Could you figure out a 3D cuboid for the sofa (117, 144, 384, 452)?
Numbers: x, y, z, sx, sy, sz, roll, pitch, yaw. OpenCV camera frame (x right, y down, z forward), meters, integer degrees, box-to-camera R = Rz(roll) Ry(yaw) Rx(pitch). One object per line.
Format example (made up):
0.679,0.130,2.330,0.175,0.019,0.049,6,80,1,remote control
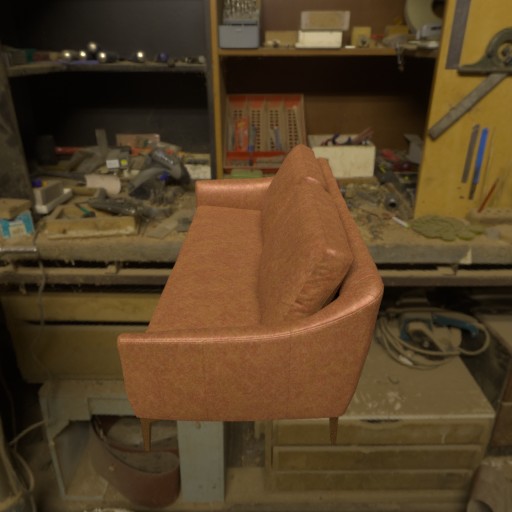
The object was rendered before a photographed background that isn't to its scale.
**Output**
0.000,0.000,2.565,0.981,0.945,2.036,1,26,1,sofa
